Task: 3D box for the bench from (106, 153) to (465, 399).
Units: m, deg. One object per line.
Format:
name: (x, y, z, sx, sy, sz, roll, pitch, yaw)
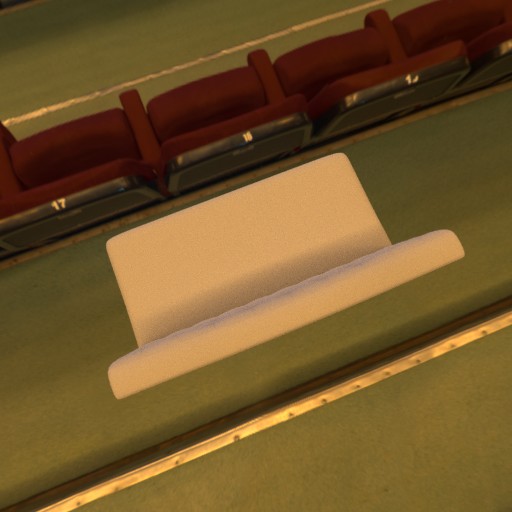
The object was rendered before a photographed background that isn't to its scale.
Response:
bench: (0.000, 0.000, 2.047, 1.335, 1.180, 0.815, -21, 76, -5)
